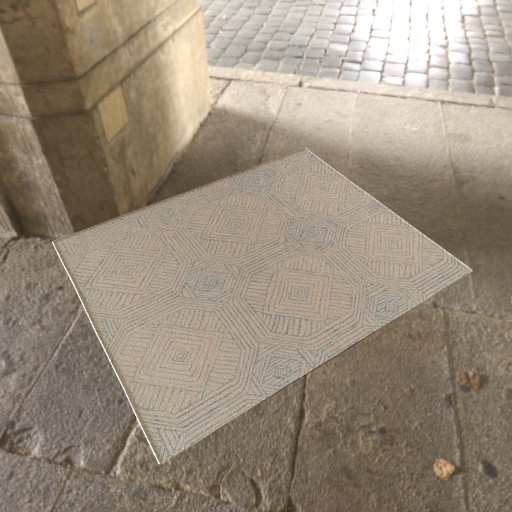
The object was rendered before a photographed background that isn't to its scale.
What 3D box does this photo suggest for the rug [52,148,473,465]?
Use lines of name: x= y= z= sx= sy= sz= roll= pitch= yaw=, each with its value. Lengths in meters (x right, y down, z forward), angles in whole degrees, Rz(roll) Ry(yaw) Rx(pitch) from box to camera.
rug: x=0.000 y=0.000 z=4.098 sx=3.049 sy=0.015 sz=2.457 roll=-25 pitch=50 yaw=-23
